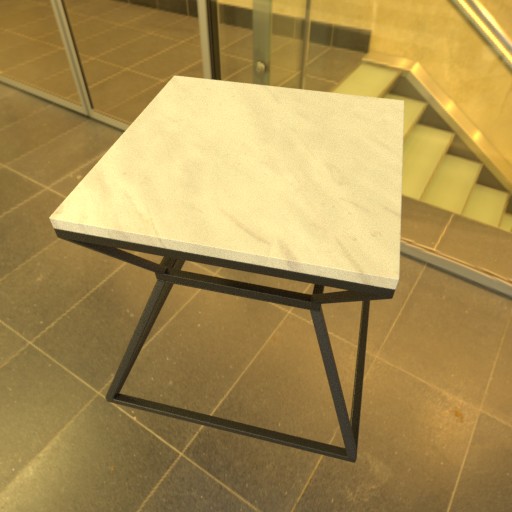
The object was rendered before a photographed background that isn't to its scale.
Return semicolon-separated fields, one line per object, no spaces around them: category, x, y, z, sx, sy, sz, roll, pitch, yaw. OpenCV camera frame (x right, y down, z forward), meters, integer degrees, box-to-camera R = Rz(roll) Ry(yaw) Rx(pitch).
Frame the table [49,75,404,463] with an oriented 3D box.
table;0.000;0.000;0.782;0.455;0.431;0.455;10;46;10
